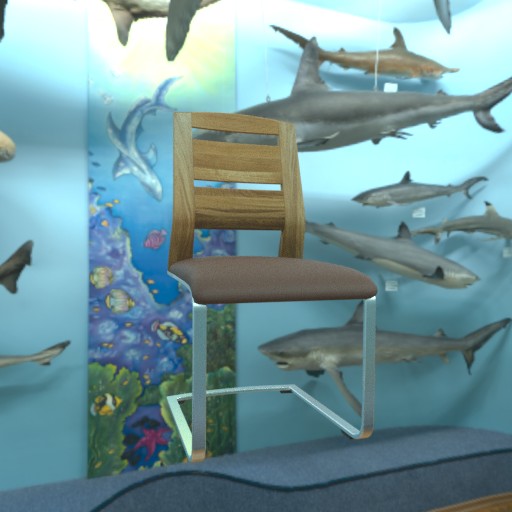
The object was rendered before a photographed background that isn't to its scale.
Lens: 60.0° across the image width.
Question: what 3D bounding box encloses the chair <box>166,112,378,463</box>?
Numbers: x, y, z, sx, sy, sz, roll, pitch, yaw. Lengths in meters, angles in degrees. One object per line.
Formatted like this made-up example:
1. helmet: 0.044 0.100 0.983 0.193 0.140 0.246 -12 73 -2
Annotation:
1. chair: 0.000 0.000 1.283 0.460 0.970 0.570 0 0 -18
